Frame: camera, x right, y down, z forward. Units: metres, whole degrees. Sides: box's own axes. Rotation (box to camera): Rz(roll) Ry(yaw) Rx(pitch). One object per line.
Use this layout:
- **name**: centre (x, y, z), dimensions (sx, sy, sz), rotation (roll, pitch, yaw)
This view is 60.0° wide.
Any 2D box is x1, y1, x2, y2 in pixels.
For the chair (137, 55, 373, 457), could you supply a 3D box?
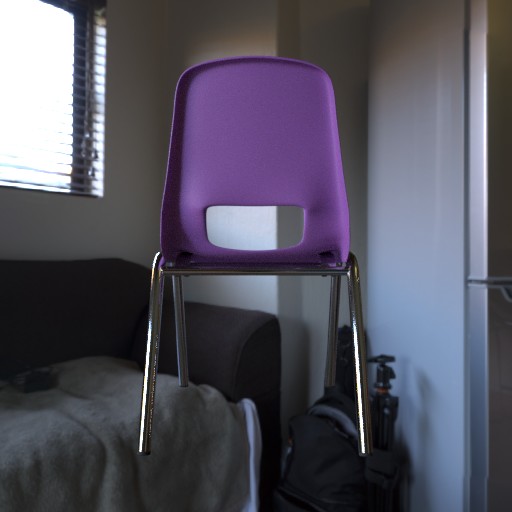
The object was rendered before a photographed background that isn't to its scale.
- **chair**: centre (0.000, 0.000, 0.688), dimensions (0.291, 0.493, 0.301), rotation (0, 0, 1)
